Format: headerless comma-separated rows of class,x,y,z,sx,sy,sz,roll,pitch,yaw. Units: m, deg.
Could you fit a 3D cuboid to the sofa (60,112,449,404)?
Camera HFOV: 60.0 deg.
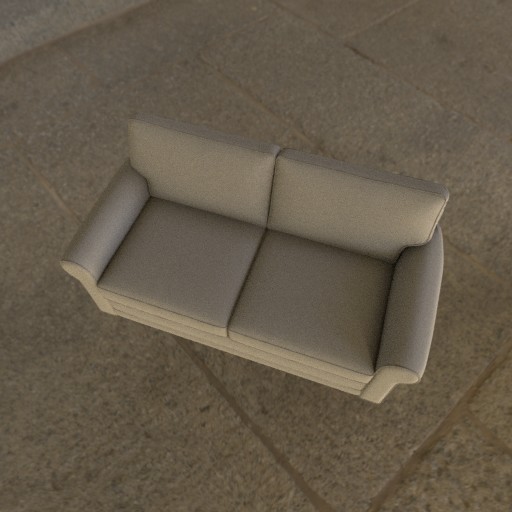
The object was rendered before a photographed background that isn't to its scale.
sofa,0.000,0.000,2.448,1.930,0.952,0.940,16,59,10
